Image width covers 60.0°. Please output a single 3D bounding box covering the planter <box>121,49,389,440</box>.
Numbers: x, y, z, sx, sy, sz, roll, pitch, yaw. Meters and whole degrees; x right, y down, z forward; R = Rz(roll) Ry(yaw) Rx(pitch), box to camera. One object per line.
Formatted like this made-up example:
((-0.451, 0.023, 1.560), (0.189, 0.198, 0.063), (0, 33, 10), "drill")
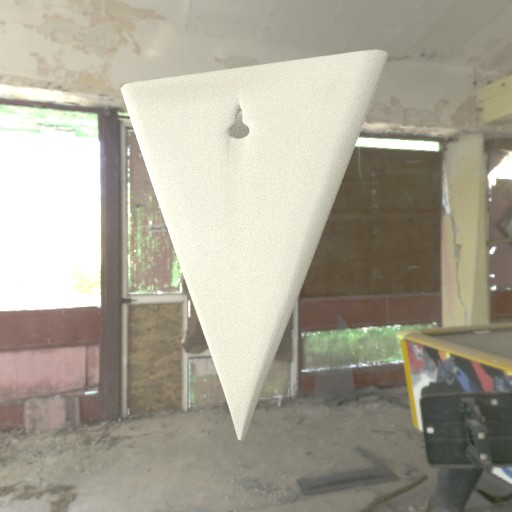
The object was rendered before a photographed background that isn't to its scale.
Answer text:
((0.000, 0.000, 0.260), (0.150, 0.197, 0.060), (0, 1, 18), "planter")
